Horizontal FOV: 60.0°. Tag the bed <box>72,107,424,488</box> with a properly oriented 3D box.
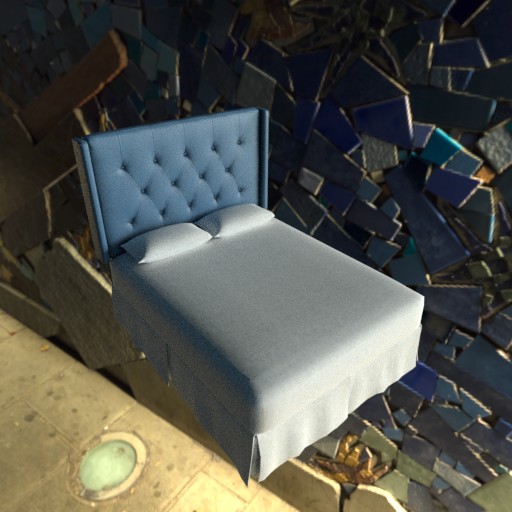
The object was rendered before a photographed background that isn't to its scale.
[{"bbox_3d":[0.000,0.000,3.330,1.719,1.665,2.078,-22,37,-33],"label":"bed"}]
